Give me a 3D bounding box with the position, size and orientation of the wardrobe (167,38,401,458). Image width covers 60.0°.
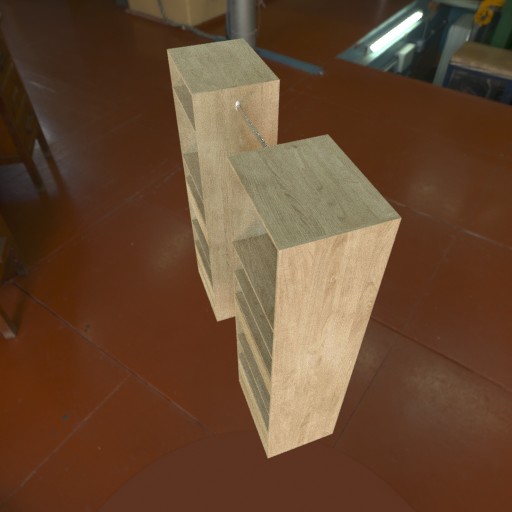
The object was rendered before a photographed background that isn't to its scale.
[{"bbox_3d":[0.000,0.000,2.855,0.480,2.000,1.770,-15,49,-14],"label":"wardrobe"}]
